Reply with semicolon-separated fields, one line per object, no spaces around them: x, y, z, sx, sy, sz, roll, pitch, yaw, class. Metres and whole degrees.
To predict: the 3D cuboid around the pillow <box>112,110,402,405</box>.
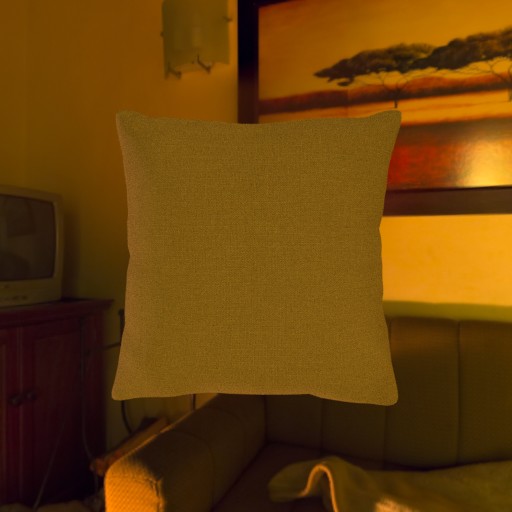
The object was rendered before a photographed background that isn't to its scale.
0.000;0.000;0.664;0.429;0.436;0.159;0;-1;1;pillow
